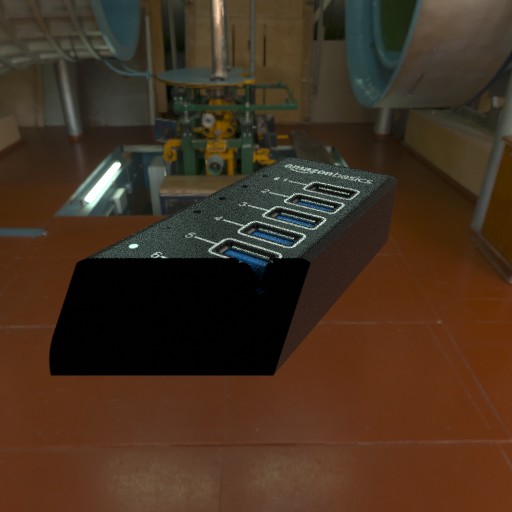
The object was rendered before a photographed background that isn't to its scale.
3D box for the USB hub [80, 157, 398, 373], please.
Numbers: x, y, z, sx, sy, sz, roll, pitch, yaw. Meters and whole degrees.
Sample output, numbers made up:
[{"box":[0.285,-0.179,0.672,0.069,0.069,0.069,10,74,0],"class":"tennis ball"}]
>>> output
[{"box":[0.000,0.000,0.124,0.044,0.023,0.110,18,34,28],"class":"USB hub"}]
